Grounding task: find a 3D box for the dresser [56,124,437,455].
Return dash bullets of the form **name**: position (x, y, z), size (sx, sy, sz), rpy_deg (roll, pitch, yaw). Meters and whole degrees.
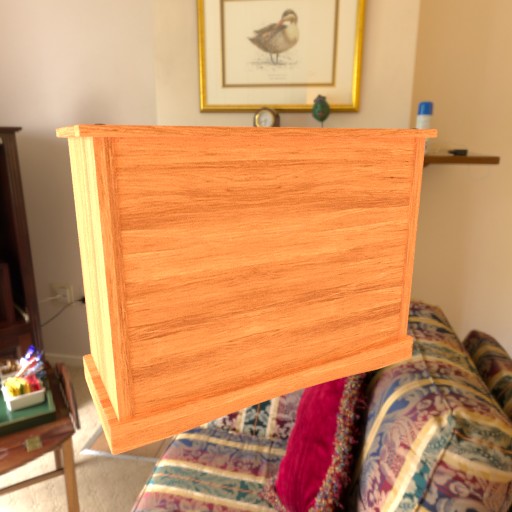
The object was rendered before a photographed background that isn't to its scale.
- **dresser**: position (0.000, 0.000, 1.332), size (0.990, 0.740, 0.410), rpy_deg (-8, 17, -28)
